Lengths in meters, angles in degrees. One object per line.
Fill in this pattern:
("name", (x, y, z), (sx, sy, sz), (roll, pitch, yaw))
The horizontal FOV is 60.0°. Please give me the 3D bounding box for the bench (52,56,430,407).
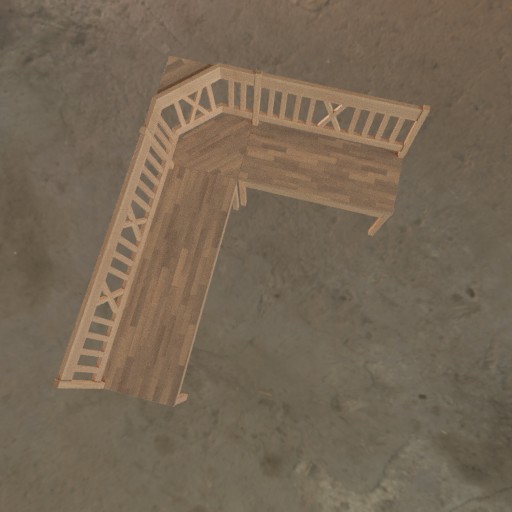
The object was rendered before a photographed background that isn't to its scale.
("bench", (0.000, 0.000, 2.737), (1.537, 0.902, 1.937), (13, 76, 3))
